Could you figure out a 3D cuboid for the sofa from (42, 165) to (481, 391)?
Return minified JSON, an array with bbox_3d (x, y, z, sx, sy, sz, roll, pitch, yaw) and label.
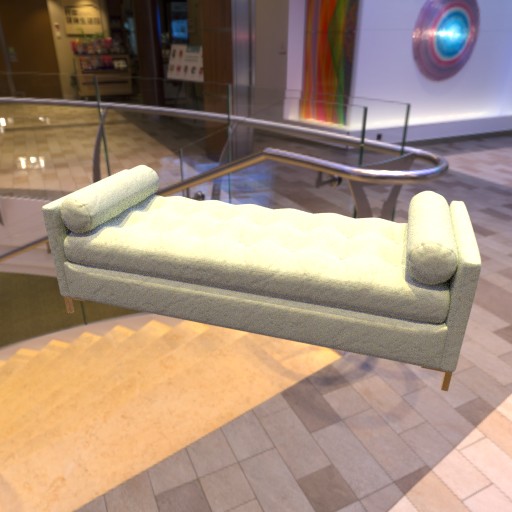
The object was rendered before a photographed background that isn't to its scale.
[{"bbox_3d":[0.000,0.000,2.438,2.102,0.705,0.796,8,27,16],"label":"sofa"}]
